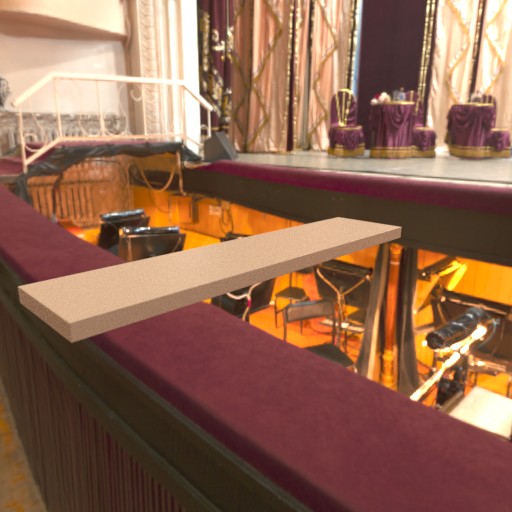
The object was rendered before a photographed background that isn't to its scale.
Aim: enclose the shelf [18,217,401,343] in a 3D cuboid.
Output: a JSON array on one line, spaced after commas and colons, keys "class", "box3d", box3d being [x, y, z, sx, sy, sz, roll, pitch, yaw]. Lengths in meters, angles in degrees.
[{"class": "shelf", "box3d": [0.000, 0.000, 0.656, 0.610, 0.020, 0.140, -15, 21, -43]}]
